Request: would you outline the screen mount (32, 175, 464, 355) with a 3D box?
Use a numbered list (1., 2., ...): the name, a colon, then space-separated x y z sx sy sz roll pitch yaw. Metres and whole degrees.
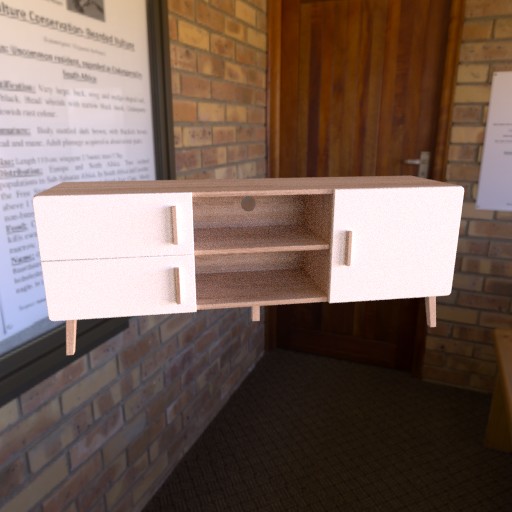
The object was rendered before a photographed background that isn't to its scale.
1. screen mount: 0.000 0.000 1.776 1.500 0.570 0.420 -3 16 -9
